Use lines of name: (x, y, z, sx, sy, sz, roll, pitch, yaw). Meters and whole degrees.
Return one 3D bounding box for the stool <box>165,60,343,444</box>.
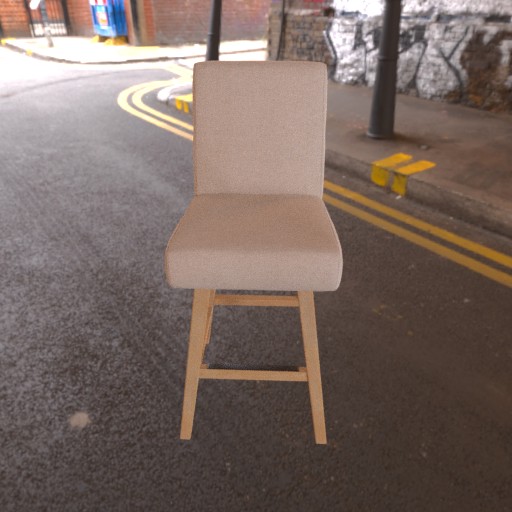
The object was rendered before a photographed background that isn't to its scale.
stool: (0.000, 0.000, 1.317, 0.446, 1.015, 0.543, 1, 30, 2)
